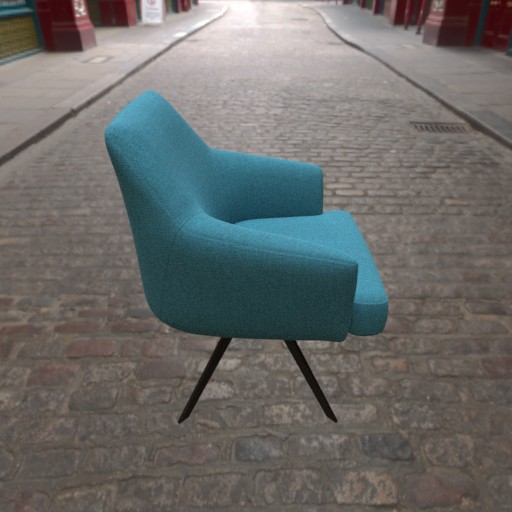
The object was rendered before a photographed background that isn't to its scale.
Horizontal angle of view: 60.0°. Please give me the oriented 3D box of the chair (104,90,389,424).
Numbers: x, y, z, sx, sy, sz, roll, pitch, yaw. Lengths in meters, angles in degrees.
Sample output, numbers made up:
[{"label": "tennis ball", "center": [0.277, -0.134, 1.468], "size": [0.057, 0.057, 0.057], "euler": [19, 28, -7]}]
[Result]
[{"label": "chair", "center": [0.000, 0.000, 1.317], "size": [0.677, 0.874, 0.642], "euler": [0, 31, 0]}]
